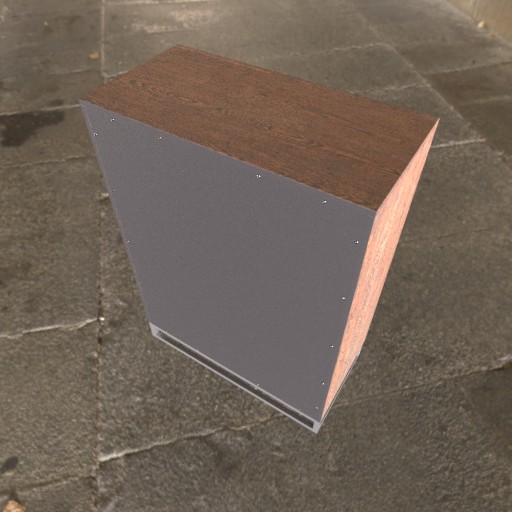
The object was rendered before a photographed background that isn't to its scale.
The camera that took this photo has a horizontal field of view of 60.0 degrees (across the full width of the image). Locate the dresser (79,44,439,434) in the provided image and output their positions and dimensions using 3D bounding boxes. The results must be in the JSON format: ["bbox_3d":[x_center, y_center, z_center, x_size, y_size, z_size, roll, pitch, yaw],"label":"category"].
[{"bbox_3d":[0.000,0.000,1.807,0.965,1.321,0.508,25,52,21],"label":"dresser"}]
